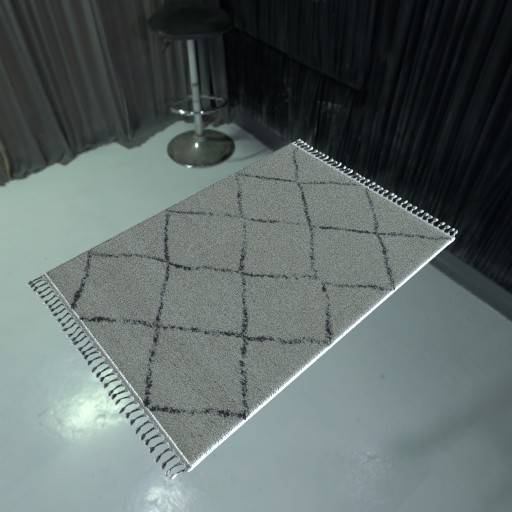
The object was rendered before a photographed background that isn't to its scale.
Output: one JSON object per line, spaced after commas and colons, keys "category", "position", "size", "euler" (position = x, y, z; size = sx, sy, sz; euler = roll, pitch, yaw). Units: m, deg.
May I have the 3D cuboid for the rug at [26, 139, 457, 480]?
{"category": "rug", "position": [0.000, 0.000, 2.761], "size": [2.307, 0.031, 1.494], "euler": [-33, 55, -27]}
